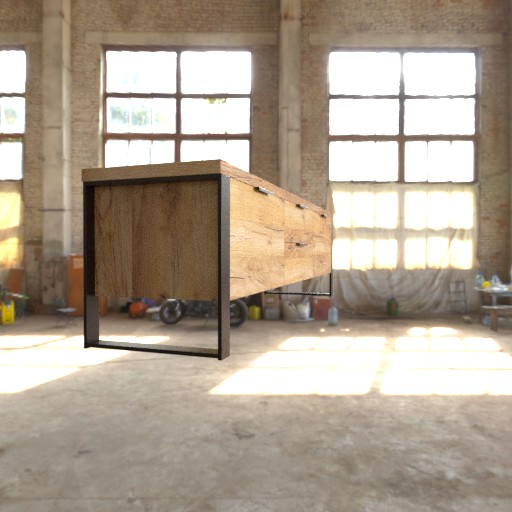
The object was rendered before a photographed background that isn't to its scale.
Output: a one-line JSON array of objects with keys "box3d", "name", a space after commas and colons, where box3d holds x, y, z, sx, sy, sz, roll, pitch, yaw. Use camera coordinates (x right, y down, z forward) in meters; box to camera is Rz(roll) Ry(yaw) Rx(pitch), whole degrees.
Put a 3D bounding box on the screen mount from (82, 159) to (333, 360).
[{"box3d": [0.000, 0.000, 1.765, 0.395, 0.450, 1.524, 0, 1, 19], "name": "screen mount"}]
